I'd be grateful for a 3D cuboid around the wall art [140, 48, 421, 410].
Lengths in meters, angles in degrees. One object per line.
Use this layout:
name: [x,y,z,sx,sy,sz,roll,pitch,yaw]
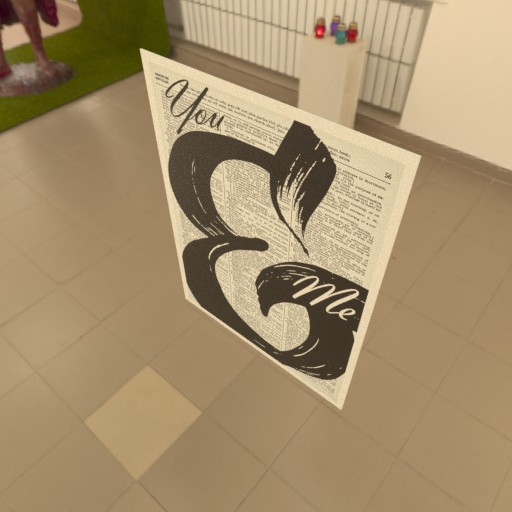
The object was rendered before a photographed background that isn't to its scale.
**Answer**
wall art: [0.000,0.000,0.794,0.457,0.609,0.003,31,53,26]
